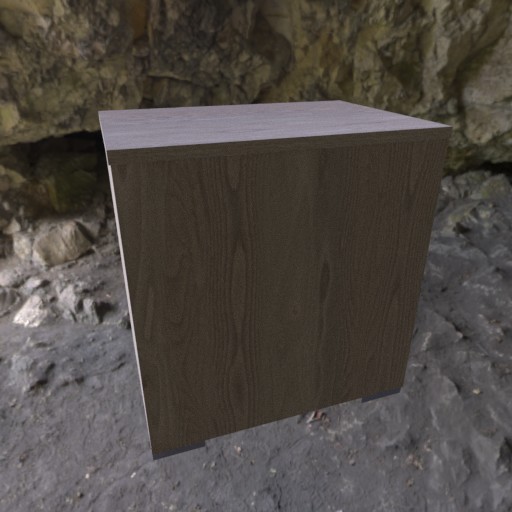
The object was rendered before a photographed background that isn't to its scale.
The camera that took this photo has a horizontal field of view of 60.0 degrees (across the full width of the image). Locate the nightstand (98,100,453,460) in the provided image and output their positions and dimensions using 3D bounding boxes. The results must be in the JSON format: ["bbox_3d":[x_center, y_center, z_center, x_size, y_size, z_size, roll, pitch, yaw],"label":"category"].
[{"bbox_3d":[0.000,0.000,0.763,0.442,0.461,0.325,-9,27,-17],"label":"nightstand"}]
